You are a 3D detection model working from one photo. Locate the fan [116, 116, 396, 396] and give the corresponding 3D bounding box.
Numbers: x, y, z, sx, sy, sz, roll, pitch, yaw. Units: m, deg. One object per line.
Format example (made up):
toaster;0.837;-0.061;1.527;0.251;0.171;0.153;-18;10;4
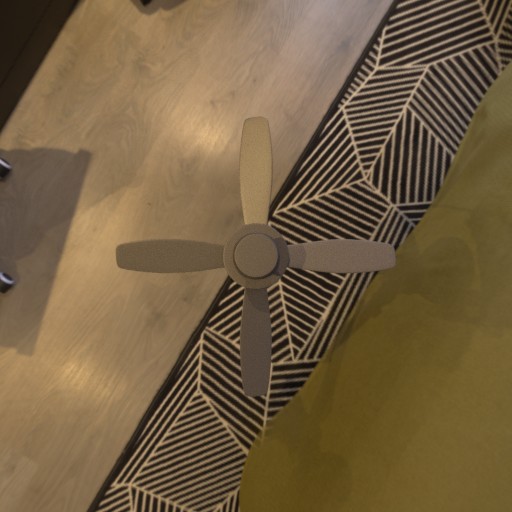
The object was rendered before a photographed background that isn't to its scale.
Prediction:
fan;0.000;0.000;2.586;1.694;0.382;1.694;0;89;0
